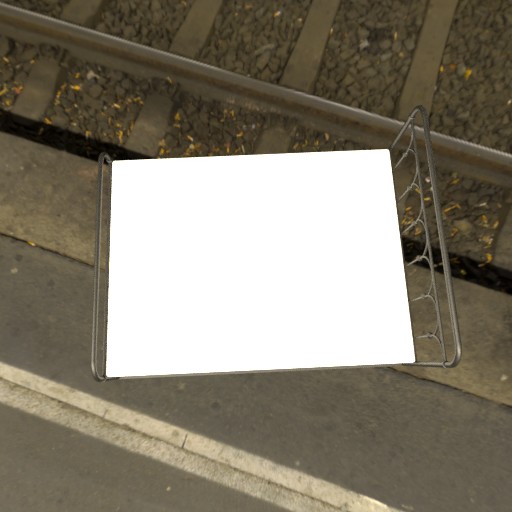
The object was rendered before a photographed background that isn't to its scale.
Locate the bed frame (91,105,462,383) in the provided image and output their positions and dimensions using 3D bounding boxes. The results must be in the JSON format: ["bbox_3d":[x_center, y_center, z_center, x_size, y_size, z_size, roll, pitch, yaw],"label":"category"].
[{"bbox_3d":[0.000,0.000,3.156,2.203,1.276,1.664,-3,77,-1],"label":"bed frame"}]
